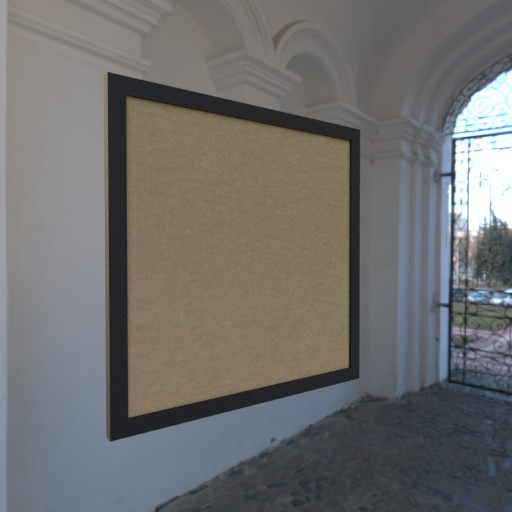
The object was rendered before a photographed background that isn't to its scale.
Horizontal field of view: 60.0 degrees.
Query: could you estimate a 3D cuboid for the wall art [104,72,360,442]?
[{"bbox_3d":[0.000,0.000,0.536,0.358,0.357,0.012,-1,1,-36],"label":"wall art"}]
